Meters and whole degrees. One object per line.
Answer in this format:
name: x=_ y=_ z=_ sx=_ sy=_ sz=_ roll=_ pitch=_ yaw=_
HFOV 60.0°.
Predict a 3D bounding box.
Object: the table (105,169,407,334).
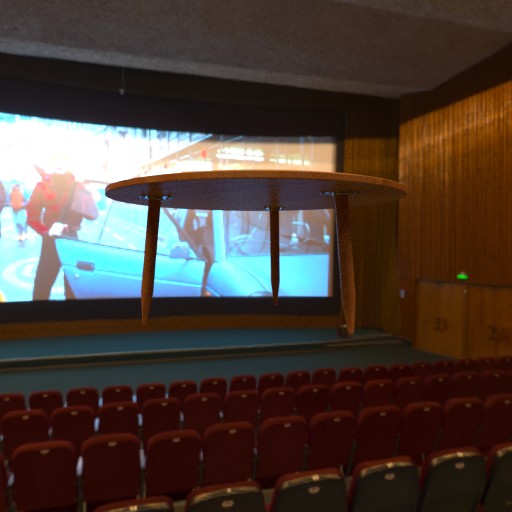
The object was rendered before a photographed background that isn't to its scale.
table: x=0.000 y=0.000 z=1.397 sx=0.900 sy=0.400 sz=0.900 roll=0 pitch=1 yaw=0
